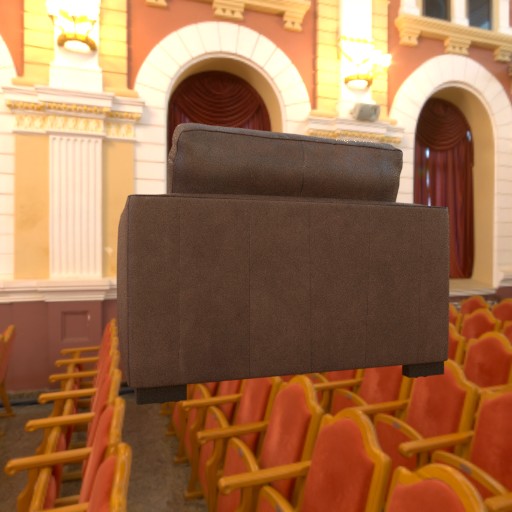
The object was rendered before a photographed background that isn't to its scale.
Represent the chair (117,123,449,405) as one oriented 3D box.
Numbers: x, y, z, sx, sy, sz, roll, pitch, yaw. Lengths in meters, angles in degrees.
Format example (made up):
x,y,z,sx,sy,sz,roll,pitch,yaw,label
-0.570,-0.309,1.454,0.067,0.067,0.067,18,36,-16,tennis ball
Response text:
x,y,z,sx,sy,sz,roll,pitch,yaw,label
0.000,0.000,1.833,1.100,0.812,1.069,0,0,-18,chair
